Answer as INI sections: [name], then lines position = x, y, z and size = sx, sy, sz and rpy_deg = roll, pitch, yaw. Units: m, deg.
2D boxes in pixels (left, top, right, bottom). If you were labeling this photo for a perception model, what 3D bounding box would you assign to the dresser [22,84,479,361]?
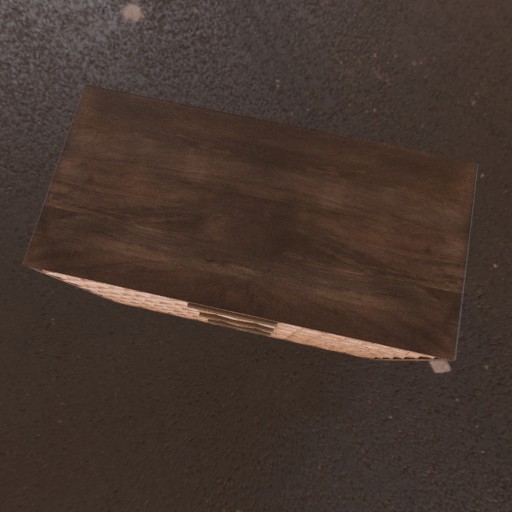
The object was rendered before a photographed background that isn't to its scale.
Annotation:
[dresser]
position = 0.000, 0.000, 1.357
size = 0.923, 0.801, 0.453
rpy_deg = 12, 77, 3
